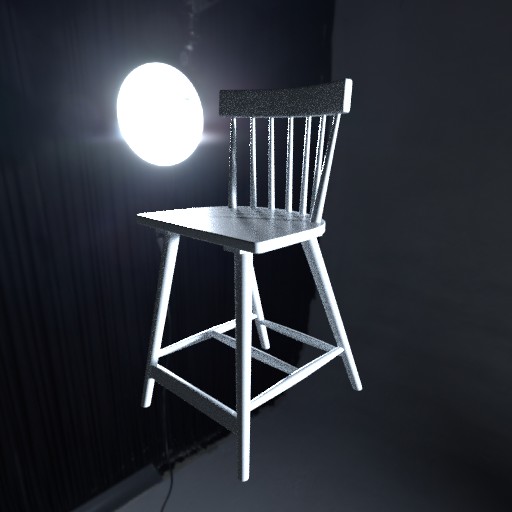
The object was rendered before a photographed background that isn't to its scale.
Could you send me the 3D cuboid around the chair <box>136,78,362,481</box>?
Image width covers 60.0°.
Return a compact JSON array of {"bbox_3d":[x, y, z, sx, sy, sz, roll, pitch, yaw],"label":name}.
[{"bbox_3d":[0.000,0.000,1.303,0.483,0.952,0.572,15,21,42],"label":"chair"}]
